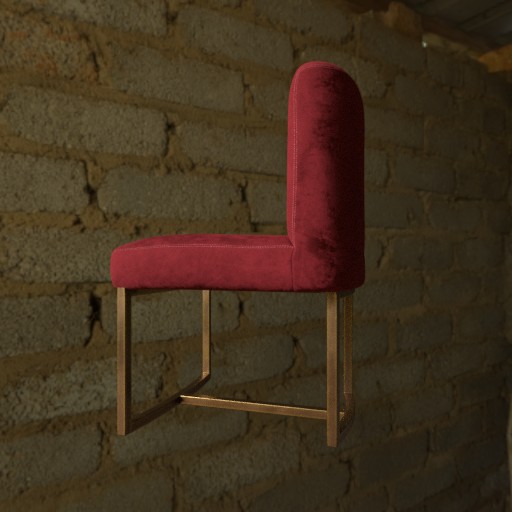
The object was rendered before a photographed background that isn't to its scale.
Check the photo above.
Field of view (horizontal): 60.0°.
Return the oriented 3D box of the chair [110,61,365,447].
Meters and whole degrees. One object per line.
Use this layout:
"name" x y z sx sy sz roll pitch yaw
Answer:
"chair" 0.000 0.000 1.179 0.560 0.824 0.530 0 0 17
